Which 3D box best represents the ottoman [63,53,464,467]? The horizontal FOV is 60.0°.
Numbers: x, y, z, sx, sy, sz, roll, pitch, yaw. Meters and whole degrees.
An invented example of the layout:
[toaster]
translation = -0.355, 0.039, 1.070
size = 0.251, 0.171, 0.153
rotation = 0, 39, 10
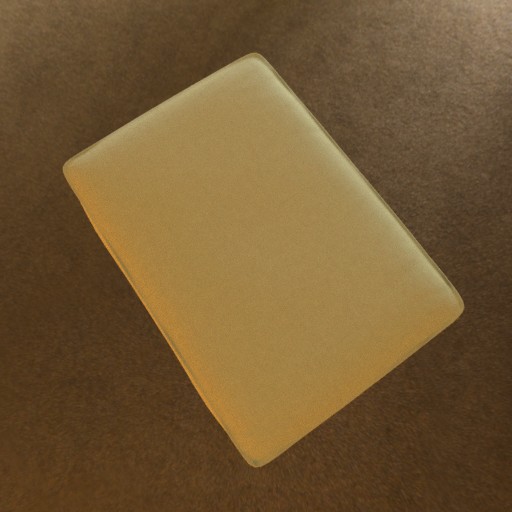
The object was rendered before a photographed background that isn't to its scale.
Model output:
[ottoman]
translation = 0.000, 0.000, 1.202
size = 0.611, 0.482, 0.848
rotation = -34, 78, -8
